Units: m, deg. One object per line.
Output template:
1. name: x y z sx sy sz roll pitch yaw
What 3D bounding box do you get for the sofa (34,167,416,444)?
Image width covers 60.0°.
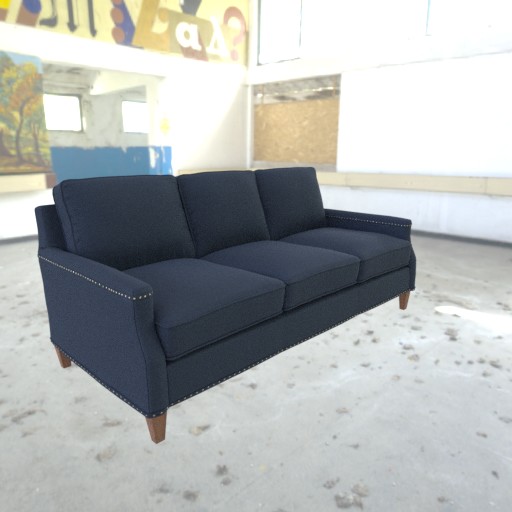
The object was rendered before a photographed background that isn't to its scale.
1. sofa: 0.000 0.000 2.723 1.084 1.003 2.246 13 19 43
